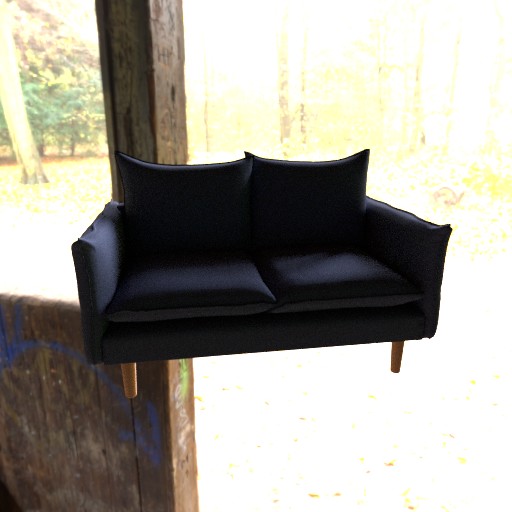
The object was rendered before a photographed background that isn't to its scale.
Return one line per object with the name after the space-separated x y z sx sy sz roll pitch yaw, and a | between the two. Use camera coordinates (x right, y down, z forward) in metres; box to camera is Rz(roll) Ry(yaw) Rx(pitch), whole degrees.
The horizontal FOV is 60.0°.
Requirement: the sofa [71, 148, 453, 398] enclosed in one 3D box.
0.000 0.000 1.846 1.300 0.840 0.820 -3 17 -9 | sofa
